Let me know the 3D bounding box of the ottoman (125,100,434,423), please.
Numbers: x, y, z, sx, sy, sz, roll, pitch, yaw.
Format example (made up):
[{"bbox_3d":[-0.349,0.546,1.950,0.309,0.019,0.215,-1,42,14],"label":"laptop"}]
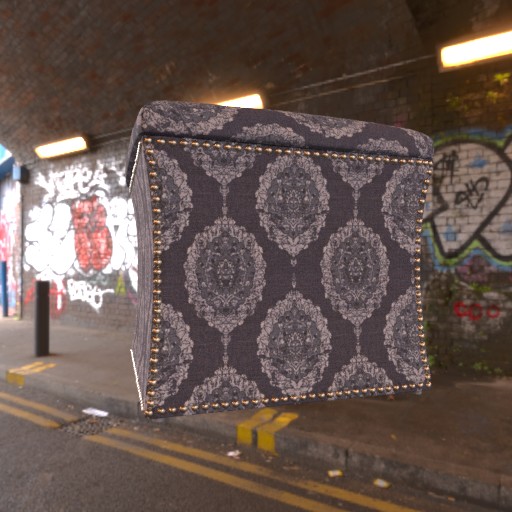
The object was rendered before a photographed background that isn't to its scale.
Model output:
[{"bbox_3d":[0.000,0.000,0.900,0.507,0.475,0.497,0,-1,-18],"label":"ottoman"}]
